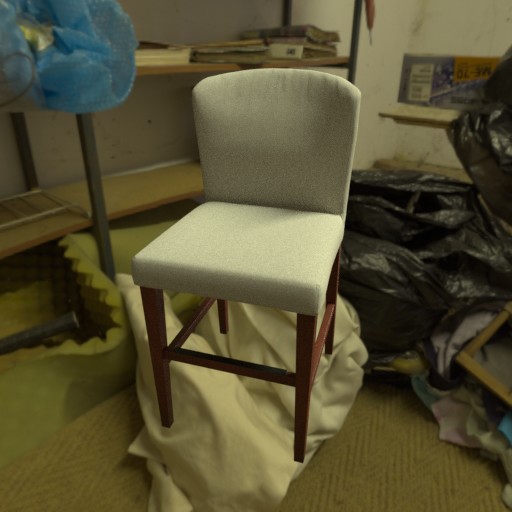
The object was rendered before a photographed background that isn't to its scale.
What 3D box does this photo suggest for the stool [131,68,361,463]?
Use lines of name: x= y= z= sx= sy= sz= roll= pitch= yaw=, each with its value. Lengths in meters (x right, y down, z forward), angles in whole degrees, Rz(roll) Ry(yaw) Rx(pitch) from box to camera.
stool: x=0.000 y=0.000 z=1.280 sx=0.479 sy=0.968 sz=0.568 roll=8 pitch=28 yaw=16
